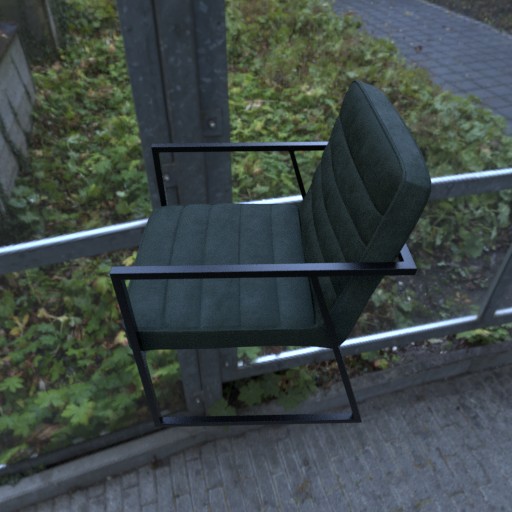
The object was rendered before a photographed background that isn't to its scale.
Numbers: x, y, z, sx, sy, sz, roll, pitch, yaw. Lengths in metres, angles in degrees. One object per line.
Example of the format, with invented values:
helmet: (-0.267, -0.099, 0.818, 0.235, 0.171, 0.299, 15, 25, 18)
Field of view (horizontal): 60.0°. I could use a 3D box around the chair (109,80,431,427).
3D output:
chair: (0.000, 0.000, 1.254, 0.677, 0.833, 0.571, -1, 41, -1)
